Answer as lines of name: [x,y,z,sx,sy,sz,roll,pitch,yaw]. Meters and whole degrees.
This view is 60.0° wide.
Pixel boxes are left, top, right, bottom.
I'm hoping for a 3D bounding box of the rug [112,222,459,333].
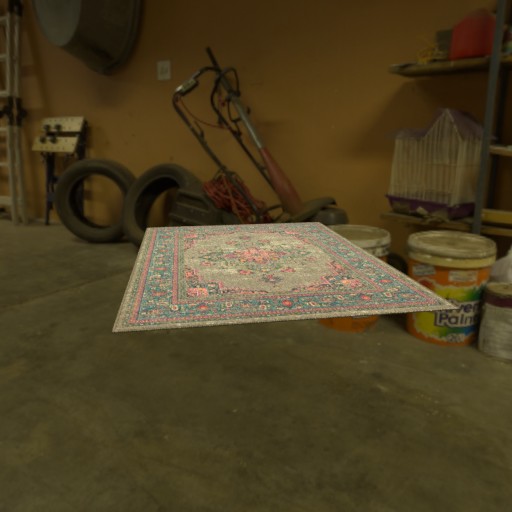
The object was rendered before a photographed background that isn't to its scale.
rug: [0.000,0.000,3.046,1.609,0.013,2.214,-3,15,-9]
